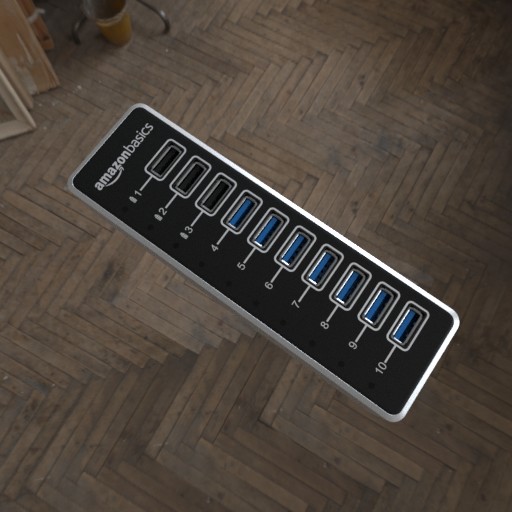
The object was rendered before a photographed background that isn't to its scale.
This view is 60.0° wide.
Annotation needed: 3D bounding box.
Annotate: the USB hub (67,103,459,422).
[{"bbox_3d":[0.000,0.000,0.168,0.145,0.023,0.044,35,79,8],"label":"USB hub"}]
